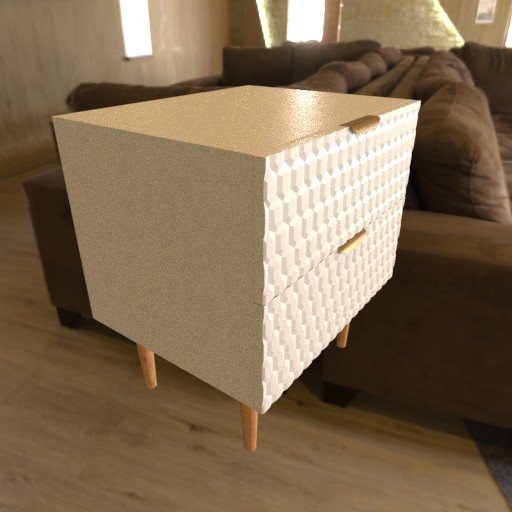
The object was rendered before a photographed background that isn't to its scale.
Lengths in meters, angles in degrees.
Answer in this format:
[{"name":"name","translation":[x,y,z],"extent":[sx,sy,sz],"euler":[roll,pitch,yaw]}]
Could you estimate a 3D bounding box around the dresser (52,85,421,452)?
[{"name":"dresser","translation":[0.000,0.000,0.885],"extent":[0.414,0.568,0.503],"euler":[19,33,32]}]
